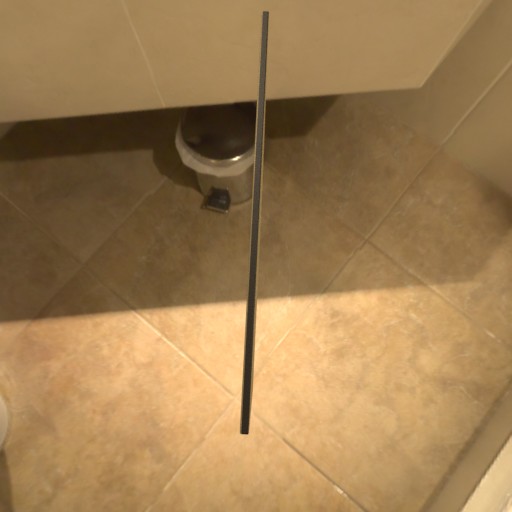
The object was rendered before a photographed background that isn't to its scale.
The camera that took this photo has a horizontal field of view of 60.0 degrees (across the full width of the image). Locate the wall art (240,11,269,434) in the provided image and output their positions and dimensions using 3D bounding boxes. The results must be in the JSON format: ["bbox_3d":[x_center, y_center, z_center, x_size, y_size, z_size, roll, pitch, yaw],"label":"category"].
[{"bbox_3d":[0.000,0.000,0.756,0.009,0.559,0.483,3,77,1],"label":"wall art"}]
